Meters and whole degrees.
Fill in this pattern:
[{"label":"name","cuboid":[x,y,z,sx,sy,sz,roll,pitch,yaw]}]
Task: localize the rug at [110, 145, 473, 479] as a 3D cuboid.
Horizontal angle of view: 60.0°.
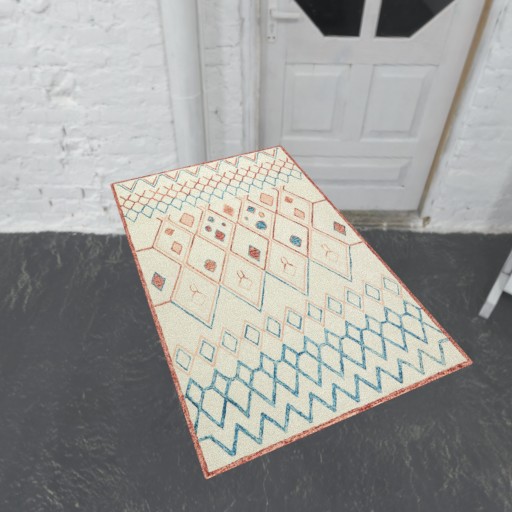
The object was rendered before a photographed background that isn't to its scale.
[{"label":"rug","cuboid":[0.000,0.000,2.988,1.524,0.015,2.438,-17,47,-16]}]
